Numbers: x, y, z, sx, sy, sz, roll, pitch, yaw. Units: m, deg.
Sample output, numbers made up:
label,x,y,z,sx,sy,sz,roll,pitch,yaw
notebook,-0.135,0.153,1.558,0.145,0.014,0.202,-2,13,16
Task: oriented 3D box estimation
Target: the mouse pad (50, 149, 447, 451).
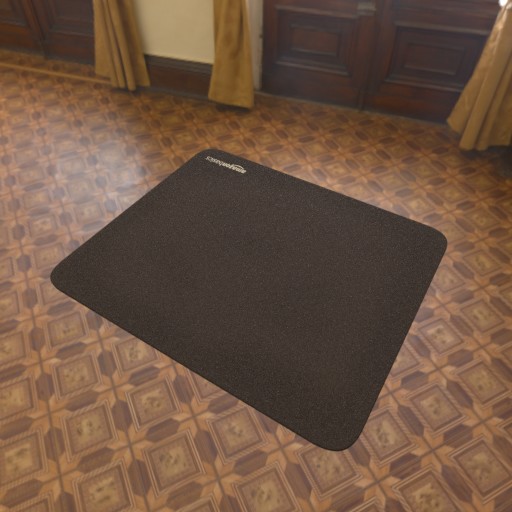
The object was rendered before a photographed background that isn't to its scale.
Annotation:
label,x,y,z,sx,sy,sz,roll,pitch,yaw
mouse pad,0.000,0.000,0.347,0.249,0.002,0.211,24,51,21
